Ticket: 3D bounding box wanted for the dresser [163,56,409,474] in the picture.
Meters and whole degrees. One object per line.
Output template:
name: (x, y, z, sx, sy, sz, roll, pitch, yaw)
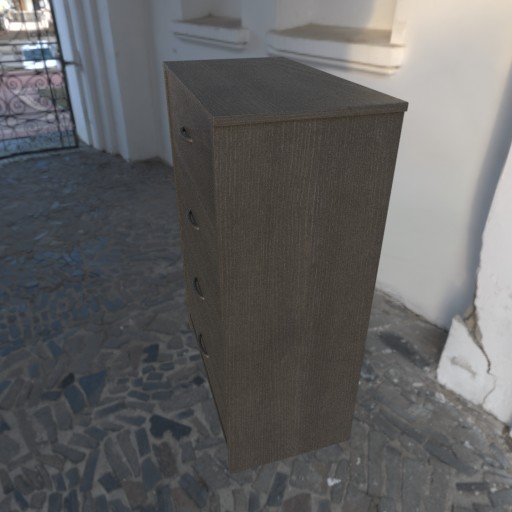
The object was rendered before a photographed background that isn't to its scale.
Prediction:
dresser: (0.000, 0.000, 1.348, 0.398, 1.020, 0.700, -9, 32, -15)
